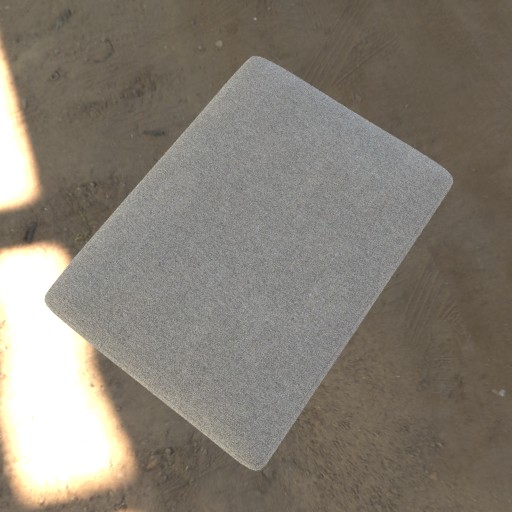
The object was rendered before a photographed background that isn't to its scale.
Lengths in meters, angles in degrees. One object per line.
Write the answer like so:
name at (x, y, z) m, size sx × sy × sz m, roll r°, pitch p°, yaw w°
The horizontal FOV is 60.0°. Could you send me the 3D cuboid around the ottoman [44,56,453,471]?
ottoman at (0.000, 0.000, 1.182) m, size 0.611 × 0.441 × 0.821 m, roll 35°, pitch 78°, yaw 9°
